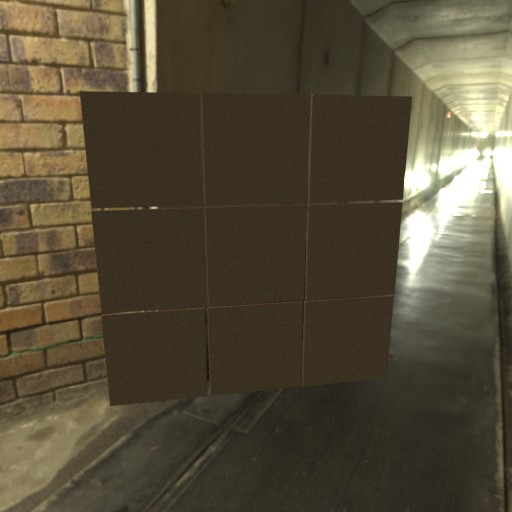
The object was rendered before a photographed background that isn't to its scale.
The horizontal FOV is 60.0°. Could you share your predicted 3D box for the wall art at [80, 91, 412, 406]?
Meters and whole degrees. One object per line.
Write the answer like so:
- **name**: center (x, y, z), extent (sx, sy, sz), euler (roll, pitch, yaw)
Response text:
- **wall art**: center (0.000, 0.000, 1.333), extent (0.919, 0.917, 0.010), euler (-3, 16, -10)
